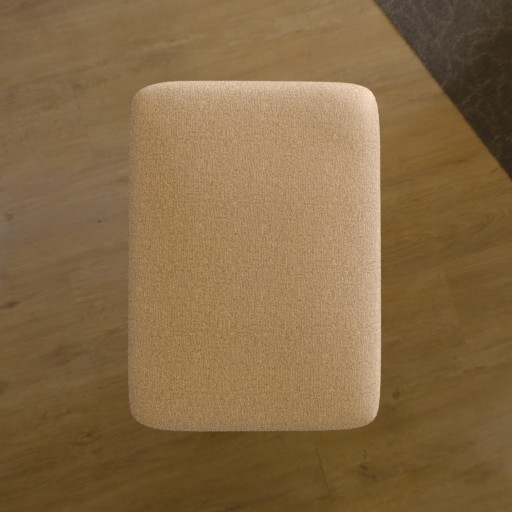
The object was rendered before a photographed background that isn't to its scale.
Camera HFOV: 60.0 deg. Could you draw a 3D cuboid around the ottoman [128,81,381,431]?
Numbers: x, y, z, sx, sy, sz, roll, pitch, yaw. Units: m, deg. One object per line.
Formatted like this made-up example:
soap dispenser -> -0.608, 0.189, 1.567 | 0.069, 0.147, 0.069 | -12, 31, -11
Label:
ottoman -> 0.000, 0.000, 1.089 | 0.568, 0.420, 0.772 | 0, 89, -1
